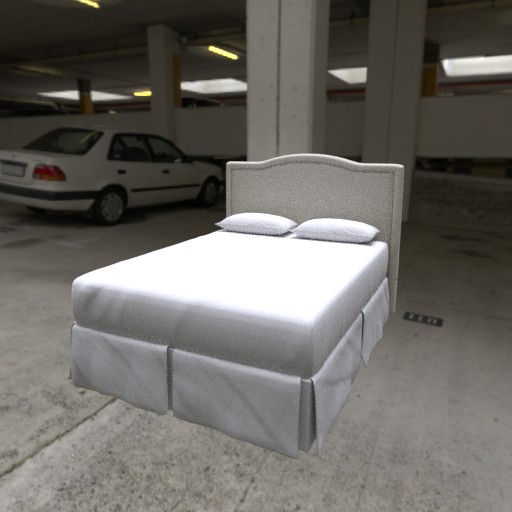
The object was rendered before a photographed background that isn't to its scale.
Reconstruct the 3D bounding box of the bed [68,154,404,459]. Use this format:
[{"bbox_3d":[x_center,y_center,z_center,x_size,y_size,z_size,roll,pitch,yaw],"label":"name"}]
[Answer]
[{"bbox_3d":[0.000,0.000,3.271,1.741,1.449,2.196,7,15,25],"label":"bed"}]
